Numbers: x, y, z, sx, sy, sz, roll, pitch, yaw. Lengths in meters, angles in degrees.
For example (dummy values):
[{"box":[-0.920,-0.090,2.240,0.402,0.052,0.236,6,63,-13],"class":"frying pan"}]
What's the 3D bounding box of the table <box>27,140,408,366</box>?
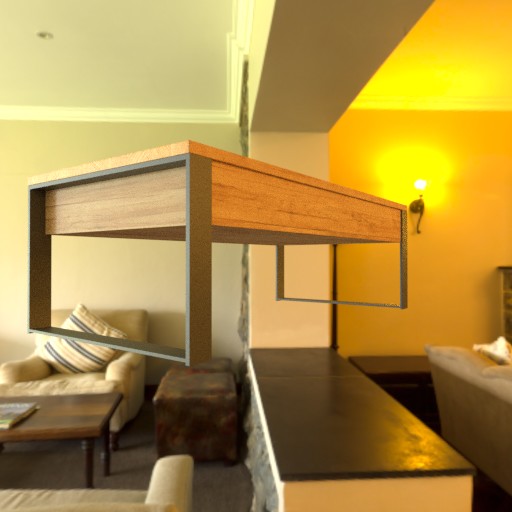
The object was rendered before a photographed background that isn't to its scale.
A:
[{"box":[0.000,0.000,1.430,0.590,0.400,1.180,0,-1,37],"class":"table"}]
